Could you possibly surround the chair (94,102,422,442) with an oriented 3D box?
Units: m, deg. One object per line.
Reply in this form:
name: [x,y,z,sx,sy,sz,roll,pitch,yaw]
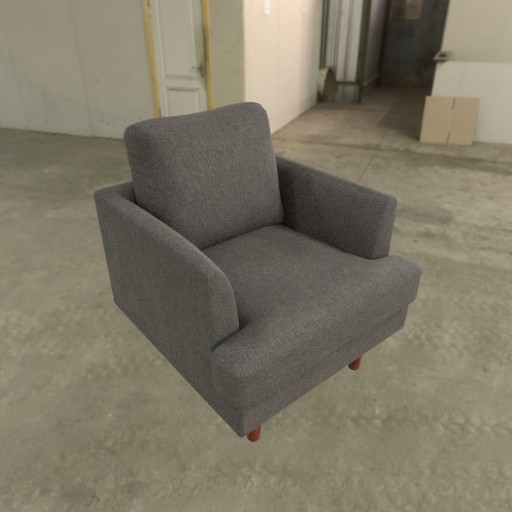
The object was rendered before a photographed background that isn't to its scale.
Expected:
chair: [0.000,0.000,1.642,0.858,0.957,0.899,-22,37,-33]
